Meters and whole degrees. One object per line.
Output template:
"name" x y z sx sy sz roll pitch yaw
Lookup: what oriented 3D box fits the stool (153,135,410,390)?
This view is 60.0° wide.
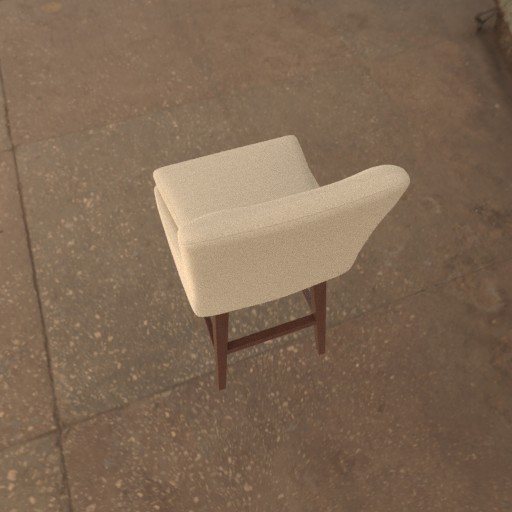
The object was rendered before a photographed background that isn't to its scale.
"stool" 0.000 0.000 1.354 0.483 1.093 0.559 -17 59 -10
